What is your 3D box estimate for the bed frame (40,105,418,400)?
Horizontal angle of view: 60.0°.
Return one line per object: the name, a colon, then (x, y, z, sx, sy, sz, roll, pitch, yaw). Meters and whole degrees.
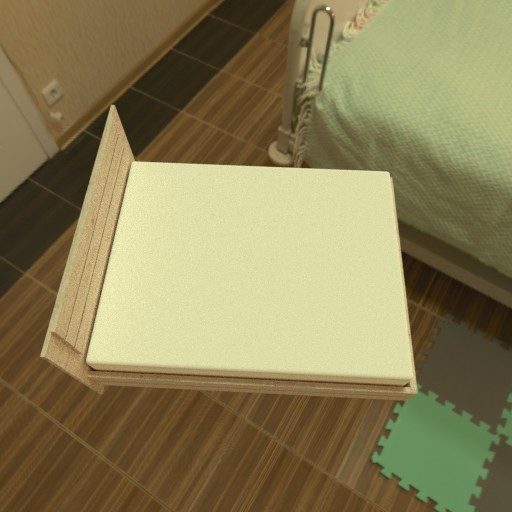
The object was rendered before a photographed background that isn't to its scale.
bed frame: (0.000, 0.000, 3.022, 2.080, 0.970, 1.750, 3, 62, 1)
